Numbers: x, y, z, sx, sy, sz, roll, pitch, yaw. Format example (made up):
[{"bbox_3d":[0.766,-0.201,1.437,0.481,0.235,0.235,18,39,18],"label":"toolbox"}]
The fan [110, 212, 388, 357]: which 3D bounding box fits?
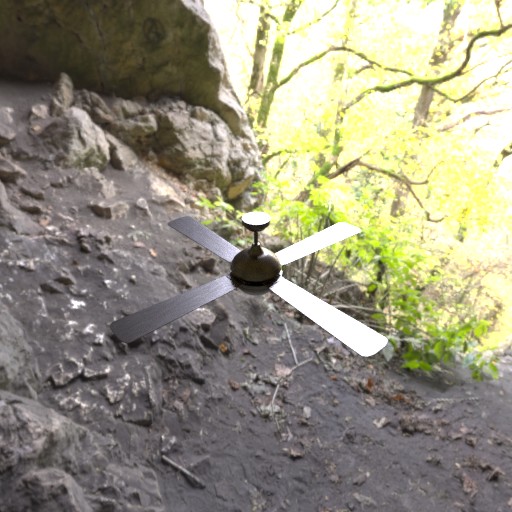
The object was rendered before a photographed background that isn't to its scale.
[{"bbox_3d":[0.000,0.000,2.003,1.321,0.381,1.321,-10,33,-17],"label":"fan"}]
